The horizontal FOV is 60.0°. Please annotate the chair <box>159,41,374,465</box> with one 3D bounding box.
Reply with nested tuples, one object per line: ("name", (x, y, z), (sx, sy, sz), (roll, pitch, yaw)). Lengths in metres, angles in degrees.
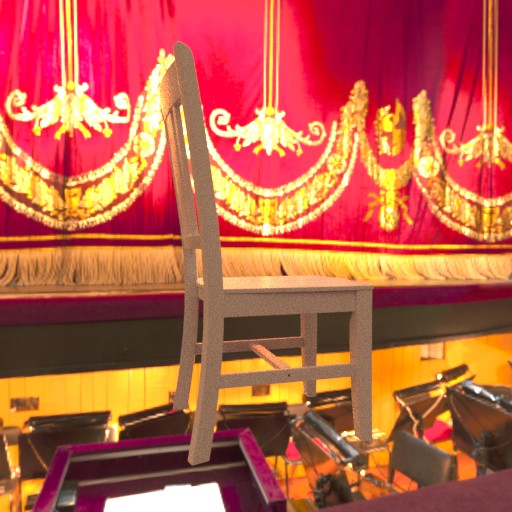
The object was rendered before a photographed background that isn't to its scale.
("chair", (0.000, 0.000, 1.311), (0.555, 0.998, 0.450), (0, 1, -17))
